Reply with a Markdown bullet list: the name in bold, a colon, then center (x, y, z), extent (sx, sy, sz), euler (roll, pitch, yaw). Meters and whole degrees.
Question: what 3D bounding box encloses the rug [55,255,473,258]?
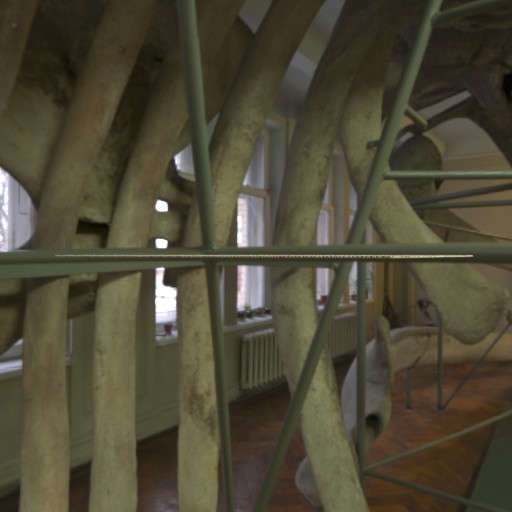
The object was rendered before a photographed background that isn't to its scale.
- **rug**: center (0.000, 0.000, 3.041), extent (2.439, 0.011, 1.533), euler (0, 0, 37)
